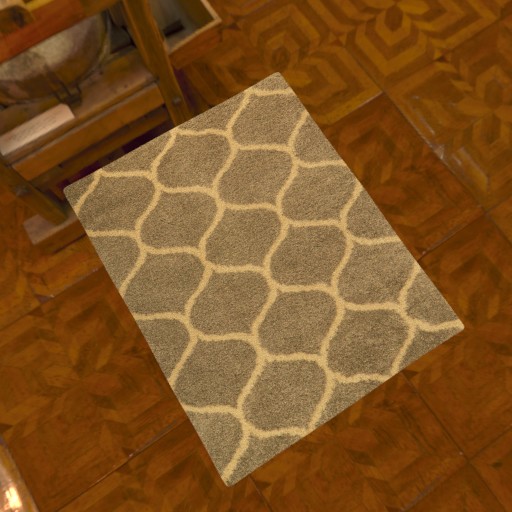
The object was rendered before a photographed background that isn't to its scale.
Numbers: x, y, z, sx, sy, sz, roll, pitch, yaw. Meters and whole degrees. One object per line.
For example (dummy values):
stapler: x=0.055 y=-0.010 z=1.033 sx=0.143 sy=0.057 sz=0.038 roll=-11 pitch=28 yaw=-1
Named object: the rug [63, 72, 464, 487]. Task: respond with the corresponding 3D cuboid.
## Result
rug: x=0.000 y=0.000 z=3.982 sx=2.399 sy=0.026 sz=3.000 roll=-31 pitch=78 yaw=-7
